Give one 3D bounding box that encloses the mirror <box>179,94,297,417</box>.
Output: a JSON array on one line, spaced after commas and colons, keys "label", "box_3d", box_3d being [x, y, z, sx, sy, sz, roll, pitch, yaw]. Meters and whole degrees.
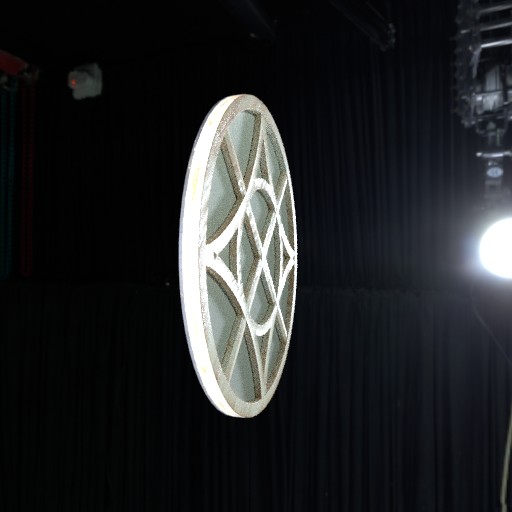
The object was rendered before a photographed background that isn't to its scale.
[{"label": "mirror", "box_3d": [0.000, 0.000, 1.038, 0.038, 0.710, 0.710, 0, -1, 18]}]
